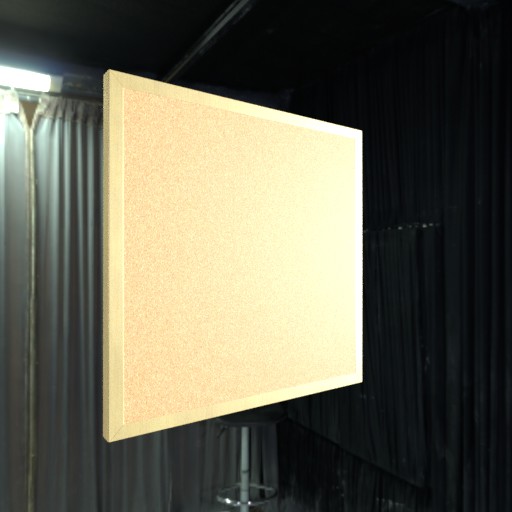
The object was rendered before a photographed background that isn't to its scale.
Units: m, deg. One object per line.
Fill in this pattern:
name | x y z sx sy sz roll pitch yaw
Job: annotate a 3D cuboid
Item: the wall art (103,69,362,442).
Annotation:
wall art | 0.000 0.000 1.139 0.763 0.763 0.037 0 0 -35
